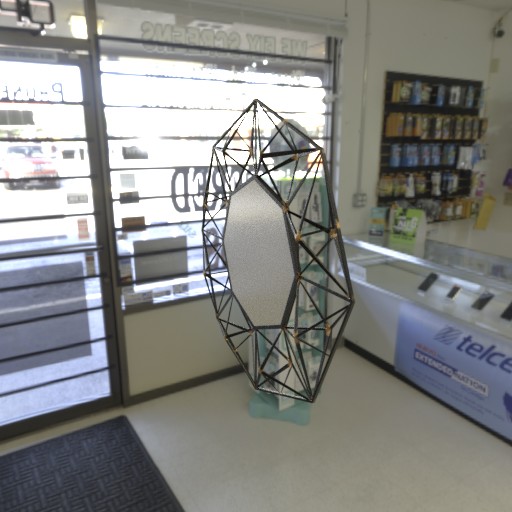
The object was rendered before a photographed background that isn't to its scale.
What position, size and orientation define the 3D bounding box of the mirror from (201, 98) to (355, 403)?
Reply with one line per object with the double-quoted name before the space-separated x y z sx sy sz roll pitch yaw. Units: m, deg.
"mirror" 0.000 0.000 1.054 0.094 0.710 0.710 -8 16 -27
